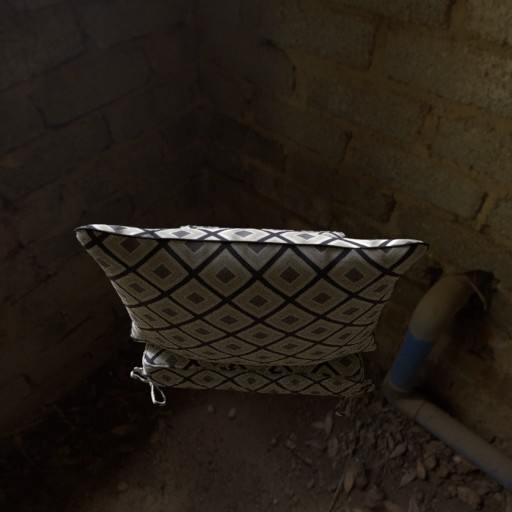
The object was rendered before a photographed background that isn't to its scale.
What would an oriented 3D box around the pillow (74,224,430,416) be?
[{"bbox_3d":[0.000,0.000,1.392,0.798,0.722,0.733,2,46,2],"label":"pillow"}]
